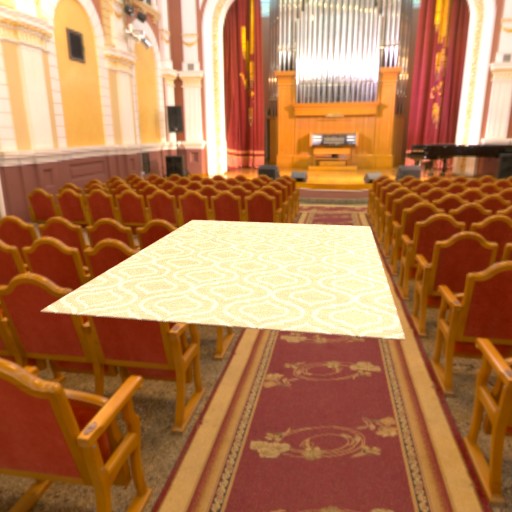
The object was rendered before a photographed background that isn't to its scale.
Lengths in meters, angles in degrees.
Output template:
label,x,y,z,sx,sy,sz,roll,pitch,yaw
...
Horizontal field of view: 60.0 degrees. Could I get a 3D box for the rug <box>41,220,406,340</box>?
label,x,y,z,sx,sy,sz,roll,pitch,yaw
rug,0.000,0.000,4.446,2.438,0.010,3.353,3,16,10
